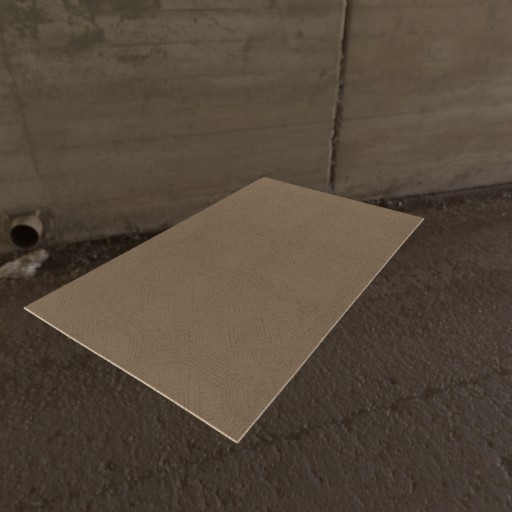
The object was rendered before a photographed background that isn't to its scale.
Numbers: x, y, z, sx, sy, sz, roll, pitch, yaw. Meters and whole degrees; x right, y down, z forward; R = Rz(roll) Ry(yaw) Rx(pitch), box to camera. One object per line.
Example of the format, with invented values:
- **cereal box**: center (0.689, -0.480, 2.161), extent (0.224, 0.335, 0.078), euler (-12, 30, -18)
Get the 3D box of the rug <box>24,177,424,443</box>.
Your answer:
- **rug**: center (0.000, 0.000, 3.003), extent (1.524, 0.008, 2.440), euler (20, 37, 29)
